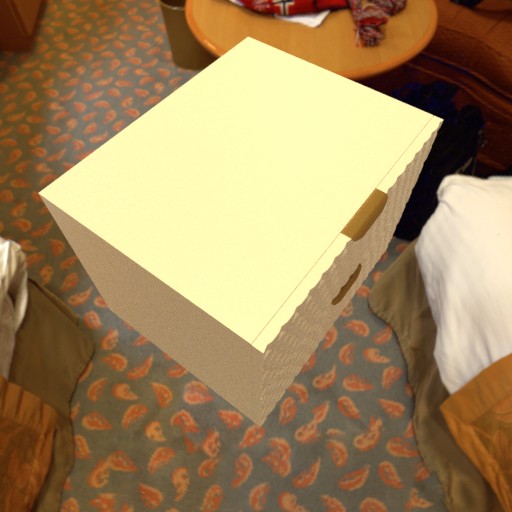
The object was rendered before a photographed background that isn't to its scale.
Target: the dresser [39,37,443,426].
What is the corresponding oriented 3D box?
[{"bbox_3d":[0.000,0.000,0.922,0.414,0.568,0.503,32,62,19],"label":"dresser"}]
